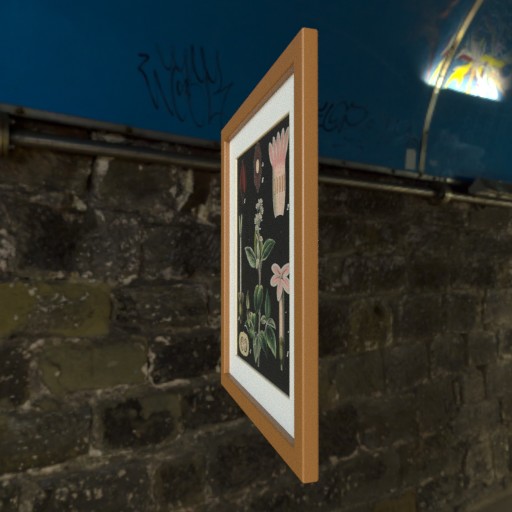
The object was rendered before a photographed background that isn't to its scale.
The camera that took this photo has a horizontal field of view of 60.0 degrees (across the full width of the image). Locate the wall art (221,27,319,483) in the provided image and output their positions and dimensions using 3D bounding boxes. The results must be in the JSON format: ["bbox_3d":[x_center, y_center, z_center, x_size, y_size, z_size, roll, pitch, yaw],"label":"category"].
[{"bbox_3d":[0.000,0.000,0.750,0.021,0.550,0.449,0,-1,-17],"label":"wall art"}]
